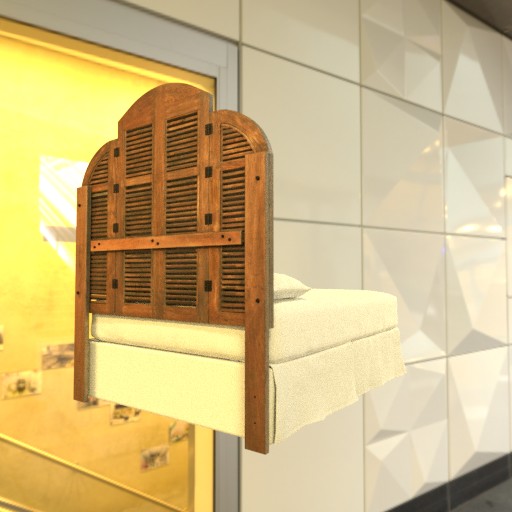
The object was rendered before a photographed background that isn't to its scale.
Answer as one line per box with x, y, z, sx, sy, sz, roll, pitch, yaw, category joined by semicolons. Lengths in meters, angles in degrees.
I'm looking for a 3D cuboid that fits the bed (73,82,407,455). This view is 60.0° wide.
0.000;0.000;3.501;1.713;2.019;2.138;-2;-3;35;bed
